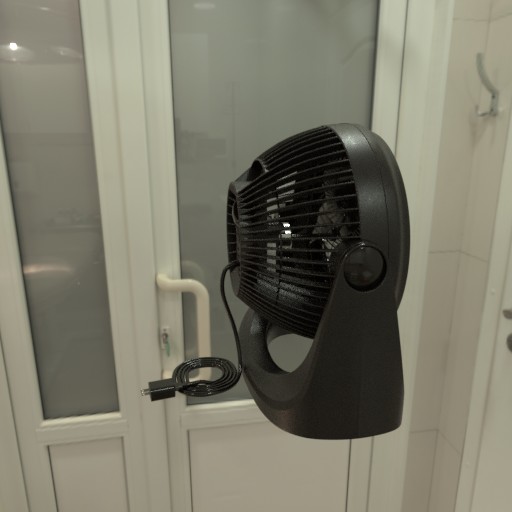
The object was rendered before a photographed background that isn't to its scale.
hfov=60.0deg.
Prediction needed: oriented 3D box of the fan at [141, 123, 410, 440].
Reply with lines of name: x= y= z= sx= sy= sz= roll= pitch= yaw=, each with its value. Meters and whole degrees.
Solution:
fan: x=0.000 y=0.000 z=0.481 sx=0.256 sy=0.277 sz=0.273 roll=-3 pitch=16 yaw=-10
